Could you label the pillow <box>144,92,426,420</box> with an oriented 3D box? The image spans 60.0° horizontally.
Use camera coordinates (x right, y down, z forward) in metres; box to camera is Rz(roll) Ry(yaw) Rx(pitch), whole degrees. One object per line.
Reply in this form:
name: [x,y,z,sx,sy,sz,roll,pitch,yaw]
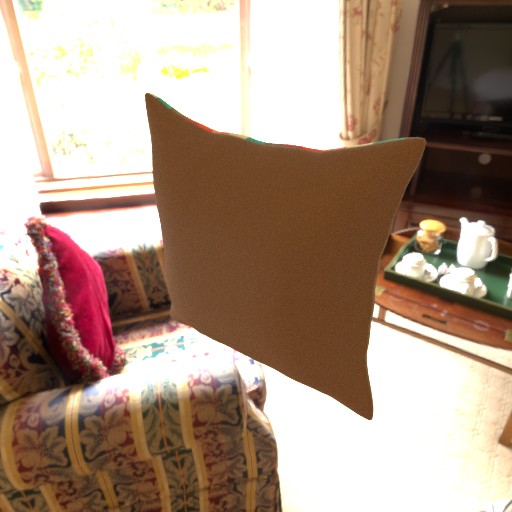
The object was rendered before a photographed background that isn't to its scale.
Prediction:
pillow: [0.000,0.000,0.696,0.453,0.443,0.168,21,36,32]
